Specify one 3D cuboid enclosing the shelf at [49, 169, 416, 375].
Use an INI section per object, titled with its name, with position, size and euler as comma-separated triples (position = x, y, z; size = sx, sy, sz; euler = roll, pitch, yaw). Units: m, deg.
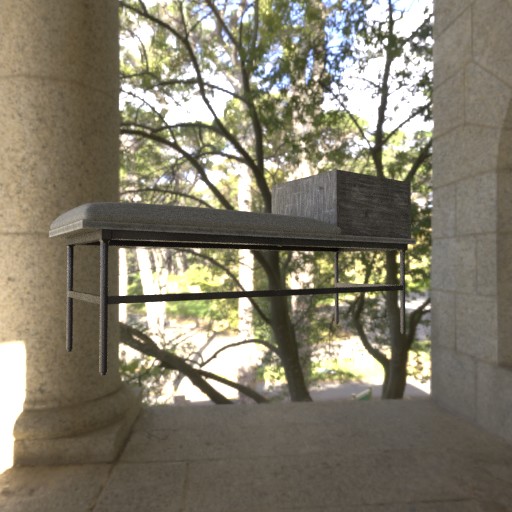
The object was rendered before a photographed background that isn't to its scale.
[shelf]
position = 0.000, 0.000, 1.649
size = 1.342, 0.633, 0.457
euler = 1, -2, -35
